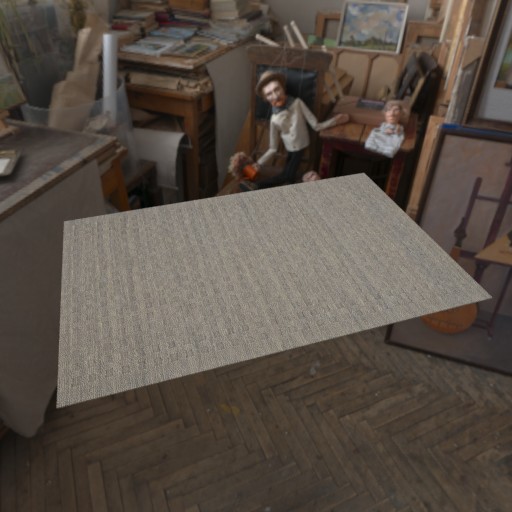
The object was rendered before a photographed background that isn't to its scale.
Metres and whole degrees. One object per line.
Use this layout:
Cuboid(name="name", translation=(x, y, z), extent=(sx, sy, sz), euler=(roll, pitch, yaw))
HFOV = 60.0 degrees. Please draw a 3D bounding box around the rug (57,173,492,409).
Cuboid(name="rug", translation=(0.000, 0.000, 2.107), extent=(1.752, 0.006, 1.142), euler=(-11, 41, -13))
